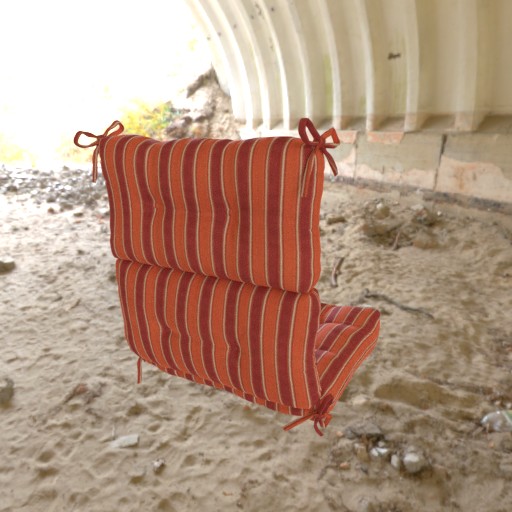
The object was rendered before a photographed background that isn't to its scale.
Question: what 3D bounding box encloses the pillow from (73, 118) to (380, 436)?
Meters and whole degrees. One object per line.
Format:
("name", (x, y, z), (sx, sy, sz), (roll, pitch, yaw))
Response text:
("pillow", (0.000, 0.000, 1.036), (0.519, 0.605, 0.571), (9, 18, 28))
